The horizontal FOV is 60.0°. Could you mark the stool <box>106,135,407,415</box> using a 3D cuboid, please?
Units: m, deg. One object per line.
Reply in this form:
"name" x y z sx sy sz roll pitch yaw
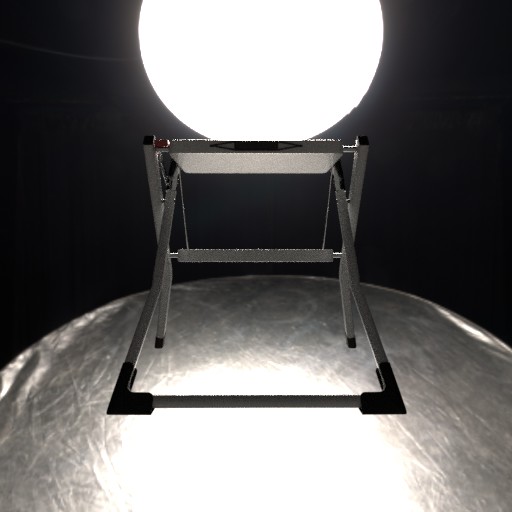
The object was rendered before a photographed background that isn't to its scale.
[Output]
"stool" 0.000 0.000 0.867 0.485 0.445 0.490 0 0 0
